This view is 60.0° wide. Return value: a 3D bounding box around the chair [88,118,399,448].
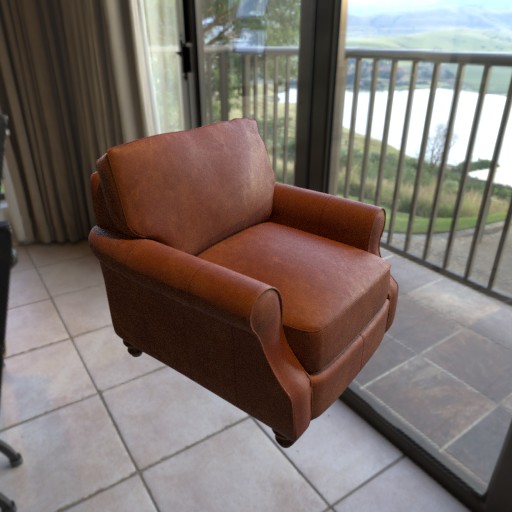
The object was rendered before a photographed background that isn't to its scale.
[{"bbox_3d":[0.000,0.000,1.798,0.986,0.962,0.983,19,32,33],"label":"chair"}]
